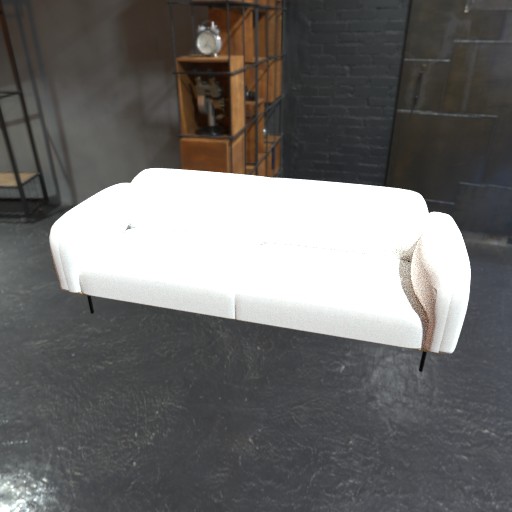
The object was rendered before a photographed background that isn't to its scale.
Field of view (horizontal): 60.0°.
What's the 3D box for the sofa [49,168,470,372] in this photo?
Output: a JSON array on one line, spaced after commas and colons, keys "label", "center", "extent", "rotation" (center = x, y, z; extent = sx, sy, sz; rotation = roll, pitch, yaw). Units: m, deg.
[{"label": "sofa", "center": [0.000, 0.000, 2.661], "extent": [2.280, 0.780, 0.870], "rotation": [7, 28, 14]}]
